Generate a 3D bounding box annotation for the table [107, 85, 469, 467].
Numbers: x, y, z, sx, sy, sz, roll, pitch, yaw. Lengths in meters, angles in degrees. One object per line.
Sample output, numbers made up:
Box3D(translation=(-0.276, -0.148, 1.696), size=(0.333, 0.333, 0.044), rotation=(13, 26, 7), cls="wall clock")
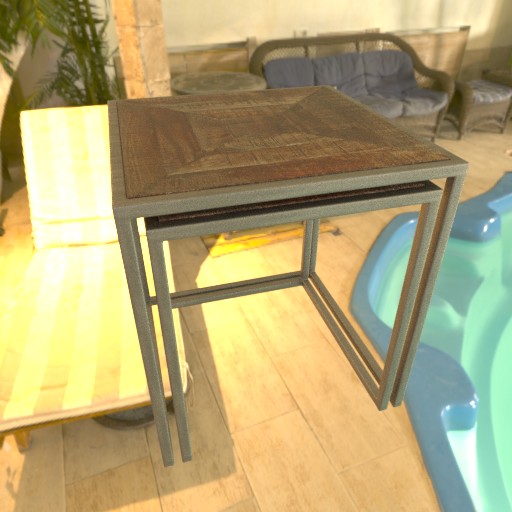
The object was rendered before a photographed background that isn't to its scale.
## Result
Box3D(translation=(0.000, 0.000, 0.839), size=(0.450, 0.500, 0.449), rotation=(-9, 35, -13), cls="table")
